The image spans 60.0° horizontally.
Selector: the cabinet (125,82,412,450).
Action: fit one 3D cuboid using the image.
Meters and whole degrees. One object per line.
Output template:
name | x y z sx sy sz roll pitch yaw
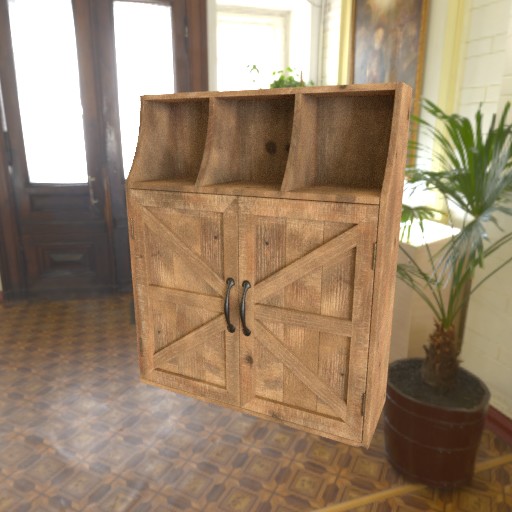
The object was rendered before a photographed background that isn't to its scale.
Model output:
cabinet | 0.000 0.000 0.837 0.489 0.590 0.184 7 17 25
